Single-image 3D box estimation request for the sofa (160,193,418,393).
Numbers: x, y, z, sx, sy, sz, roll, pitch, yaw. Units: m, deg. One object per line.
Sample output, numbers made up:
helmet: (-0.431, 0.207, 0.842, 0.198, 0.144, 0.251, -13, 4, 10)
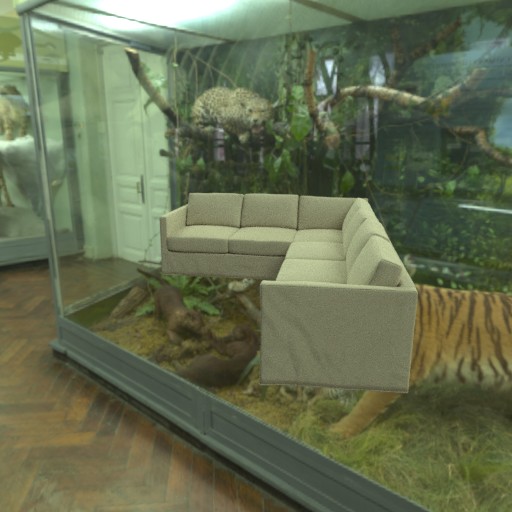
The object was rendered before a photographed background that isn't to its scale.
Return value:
sofa: (0.000, 0.000, 4.299, 2.432, 0.871, 3.182, 2, 15, 9)
